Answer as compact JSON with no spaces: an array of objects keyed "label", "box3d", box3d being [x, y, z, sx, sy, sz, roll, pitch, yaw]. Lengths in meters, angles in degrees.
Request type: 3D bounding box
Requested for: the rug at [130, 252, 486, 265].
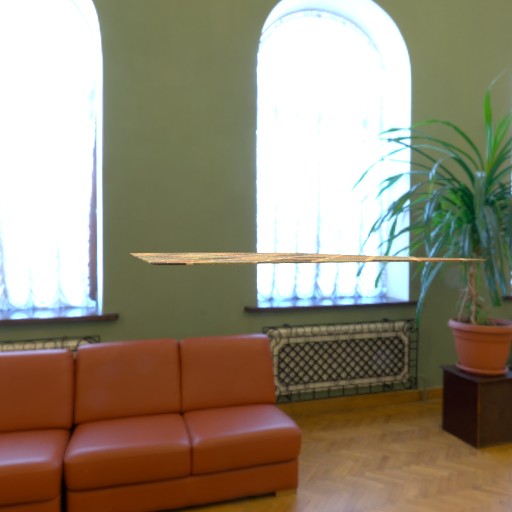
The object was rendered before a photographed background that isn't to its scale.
[{"label":"rug","box3d":[0.000,0.000,2.339,1.216,0.006,1.828,0,1,-18]}]
